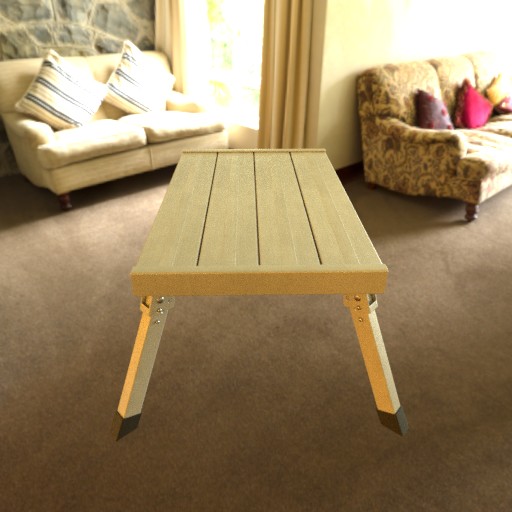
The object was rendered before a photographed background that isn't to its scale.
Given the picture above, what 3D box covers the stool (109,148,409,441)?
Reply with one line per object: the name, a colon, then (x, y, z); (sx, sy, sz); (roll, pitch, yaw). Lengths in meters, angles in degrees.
stool: (0.000, 0.000, 0.734); (0.385, 0.225, 0.535); (-1, 30, -1)
